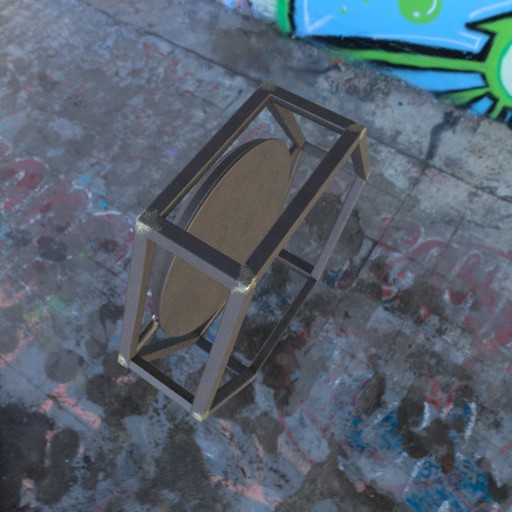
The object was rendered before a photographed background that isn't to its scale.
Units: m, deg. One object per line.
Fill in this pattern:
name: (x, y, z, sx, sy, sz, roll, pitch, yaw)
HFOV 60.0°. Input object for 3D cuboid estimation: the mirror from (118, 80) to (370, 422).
mirror: (0.000, 0.000, 0.539, 0.119, 0.334, 0.380, 30, 66, 15)
